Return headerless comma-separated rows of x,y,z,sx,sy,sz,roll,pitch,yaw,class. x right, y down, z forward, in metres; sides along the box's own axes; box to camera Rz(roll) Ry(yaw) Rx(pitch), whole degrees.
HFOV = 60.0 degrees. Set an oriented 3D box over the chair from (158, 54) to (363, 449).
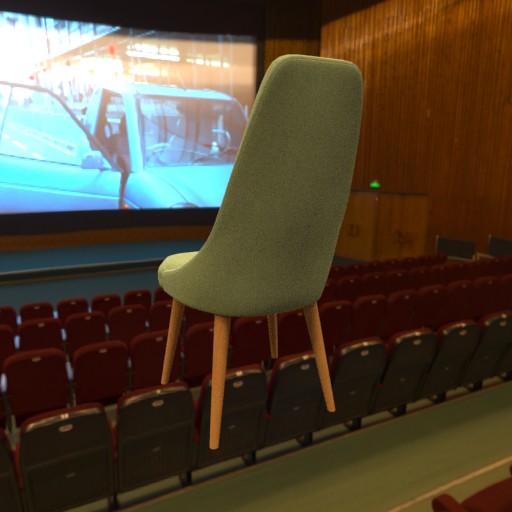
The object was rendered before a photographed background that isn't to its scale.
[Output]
0.000,0.000,1.379,0.510,1.040,0.660,-7,14,-26,chair
